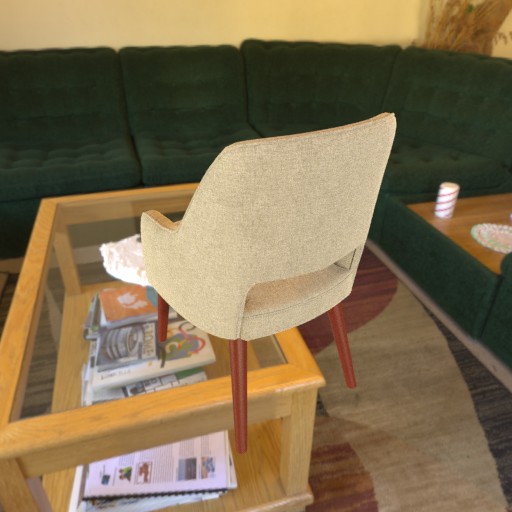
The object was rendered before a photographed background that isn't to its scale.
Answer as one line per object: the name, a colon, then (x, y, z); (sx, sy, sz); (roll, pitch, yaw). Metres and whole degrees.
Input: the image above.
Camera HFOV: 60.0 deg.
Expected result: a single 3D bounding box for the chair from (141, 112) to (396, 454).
chair: (0.000, 0.000, 1.241); (0.548, 0.849, 0.605); (-19, 37, -28)
